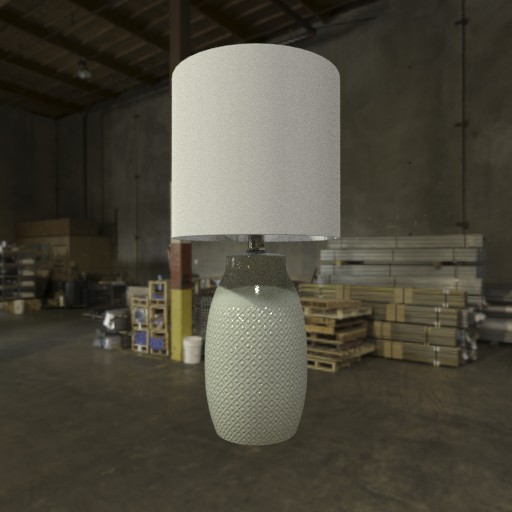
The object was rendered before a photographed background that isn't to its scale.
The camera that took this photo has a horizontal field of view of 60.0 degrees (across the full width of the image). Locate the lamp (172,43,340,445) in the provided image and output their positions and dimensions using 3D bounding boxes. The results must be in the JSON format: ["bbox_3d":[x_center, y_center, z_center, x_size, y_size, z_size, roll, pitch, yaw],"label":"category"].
[{"bbox_3d":[0.000,0.000,0.580,0.217,0.453,0.217,0,0,36],"label":"lamp"}]
